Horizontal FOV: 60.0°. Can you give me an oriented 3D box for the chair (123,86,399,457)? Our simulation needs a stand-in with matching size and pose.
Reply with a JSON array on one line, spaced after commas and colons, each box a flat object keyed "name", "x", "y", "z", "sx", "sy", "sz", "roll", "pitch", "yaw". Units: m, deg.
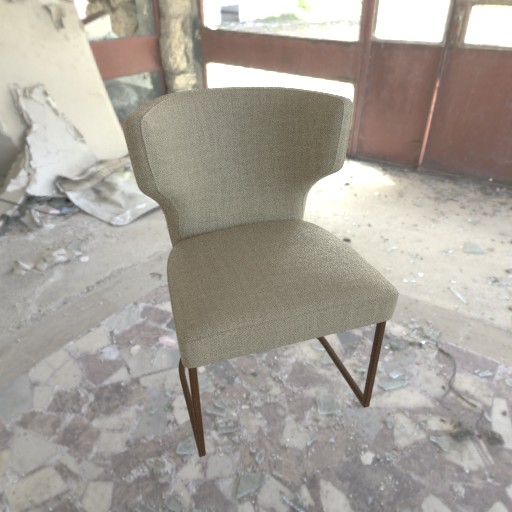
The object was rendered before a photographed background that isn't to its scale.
[{"name": "chair", "x": 0.000, "y": 0.000, "z": 1.268, "sx": 0.611, "sy": 0.824, "sz": 0.617, "roll": -10, "pitch": 34, "yaw": -16}]
